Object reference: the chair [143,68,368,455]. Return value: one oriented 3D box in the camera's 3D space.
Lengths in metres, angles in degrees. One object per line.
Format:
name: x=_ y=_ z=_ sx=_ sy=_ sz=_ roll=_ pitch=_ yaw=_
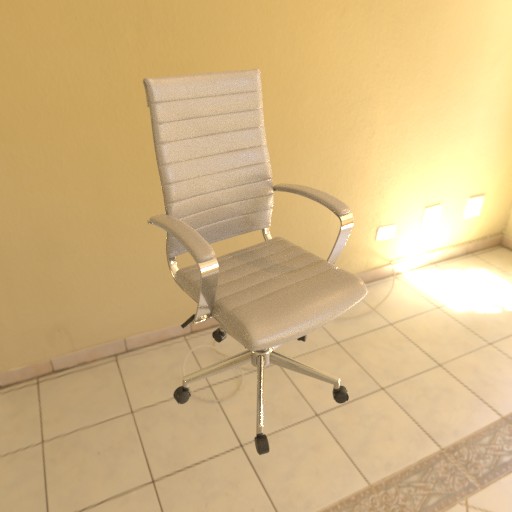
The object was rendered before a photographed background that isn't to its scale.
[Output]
chair: x=0.000 y=0.000 z=1.567 sx=0.679 sy=1.149 sz=0.667 roll=-19 pitch=35 yaw=-30
